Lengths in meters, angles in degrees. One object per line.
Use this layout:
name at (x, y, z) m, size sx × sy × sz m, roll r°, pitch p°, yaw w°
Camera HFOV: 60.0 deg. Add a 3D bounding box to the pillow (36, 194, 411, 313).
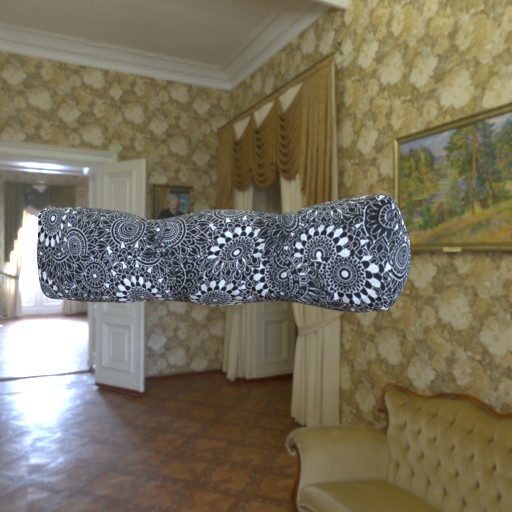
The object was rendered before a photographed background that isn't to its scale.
pillow at (0.000, 0.000, 0.720) m, size 0.468 × 0.128 × 0.490 m, roll 0°, pitch 0°, yaw 18°
